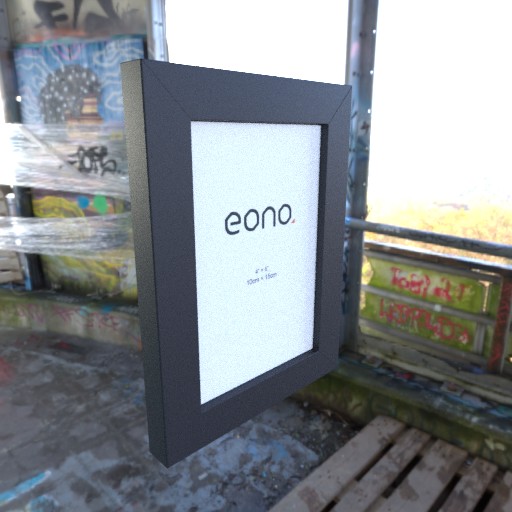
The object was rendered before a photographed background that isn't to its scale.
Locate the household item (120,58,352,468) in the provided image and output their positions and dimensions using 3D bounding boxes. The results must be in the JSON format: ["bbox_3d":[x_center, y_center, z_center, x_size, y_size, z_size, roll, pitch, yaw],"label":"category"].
[{"bbox_3d":[0.000,0.000,0.235,0.133,0.178,0.022,-14,21,-42],"label":"household item"}]
